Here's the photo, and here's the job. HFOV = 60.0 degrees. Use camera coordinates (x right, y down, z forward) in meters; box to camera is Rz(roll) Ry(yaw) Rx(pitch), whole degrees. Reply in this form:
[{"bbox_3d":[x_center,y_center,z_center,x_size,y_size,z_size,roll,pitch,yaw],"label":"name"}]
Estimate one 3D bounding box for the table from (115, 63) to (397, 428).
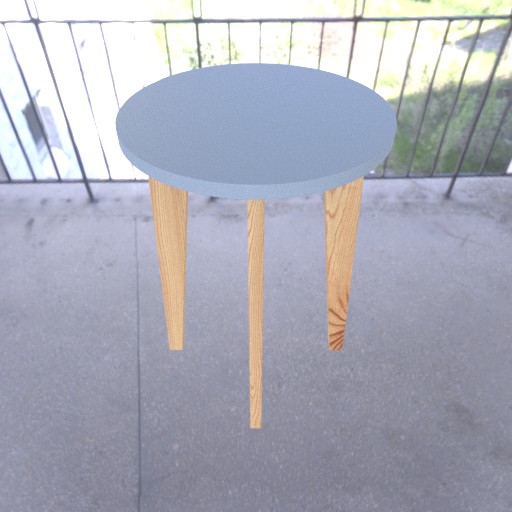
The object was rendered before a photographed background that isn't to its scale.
[{"bbox_3d":[0.000,0.000,0.732,0.350,0.500,0.350,0,42,0],"label":"table"}]
